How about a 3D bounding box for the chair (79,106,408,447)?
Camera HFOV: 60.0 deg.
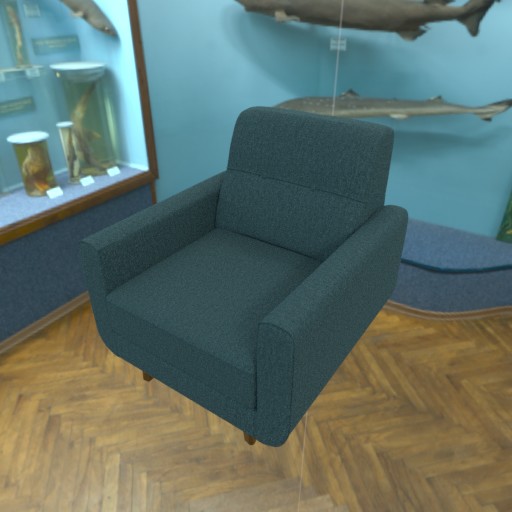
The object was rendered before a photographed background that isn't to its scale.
[{"bbox_3d":[0.000,0.000,1.723,0.880,0.940,0.964,20,36,29],"label":"chair"}]
